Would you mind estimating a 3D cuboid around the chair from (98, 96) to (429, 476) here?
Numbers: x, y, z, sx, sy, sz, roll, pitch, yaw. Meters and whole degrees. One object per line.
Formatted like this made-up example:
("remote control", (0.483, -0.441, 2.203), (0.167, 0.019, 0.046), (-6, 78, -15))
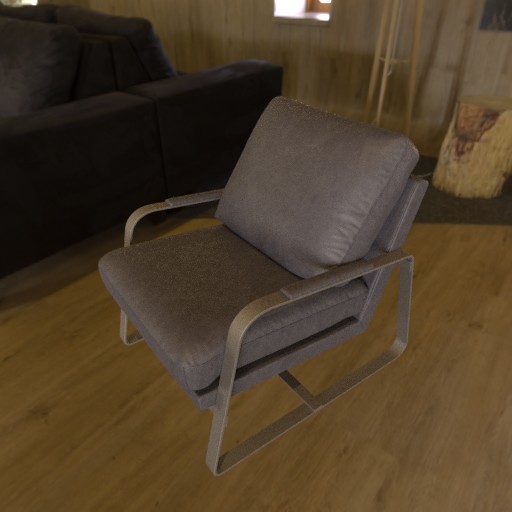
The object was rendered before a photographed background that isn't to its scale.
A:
("chair", (0.000, 0.000, 1.453), (0.878, 0.839, 0.692), (-21, 38, -30))
